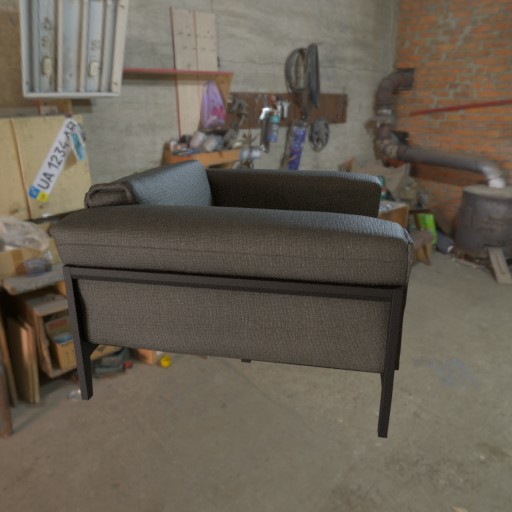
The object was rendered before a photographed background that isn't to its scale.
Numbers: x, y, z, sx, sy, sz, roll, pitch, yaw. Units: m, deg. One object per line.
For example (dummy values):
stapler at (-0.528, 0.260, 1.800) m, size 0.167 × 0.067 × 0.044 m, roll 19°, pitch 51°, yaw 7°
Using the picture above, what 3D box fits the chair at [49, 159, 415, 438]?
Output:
chair at (0.000, 0.000, 1.658) m, size 0.969 × 0.646 × 1.056 m, roll 3°, pitch 19°, yaw 10°
